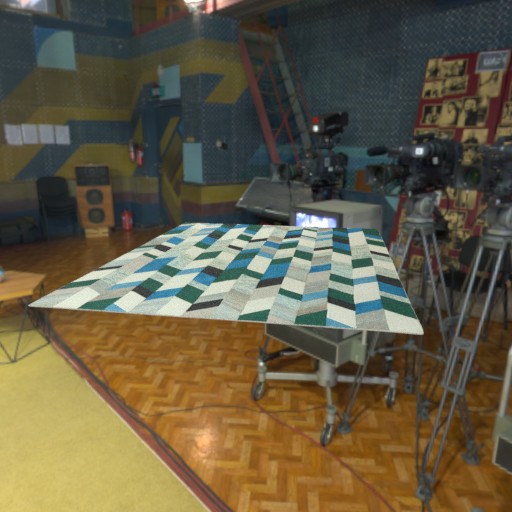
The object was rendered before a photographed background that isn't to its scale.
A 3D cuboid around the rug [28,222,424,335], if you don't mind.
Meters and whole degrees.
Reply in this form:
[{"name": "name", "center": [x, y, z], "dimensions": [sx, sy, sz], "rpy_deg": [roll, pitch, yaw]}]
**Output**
[{"name": "rug", "center": [0.000, 0.000, 4.087], "dimensions": [2.440, 0.008, 3.036], "rpy_deg": [3, 15, 10]}]
